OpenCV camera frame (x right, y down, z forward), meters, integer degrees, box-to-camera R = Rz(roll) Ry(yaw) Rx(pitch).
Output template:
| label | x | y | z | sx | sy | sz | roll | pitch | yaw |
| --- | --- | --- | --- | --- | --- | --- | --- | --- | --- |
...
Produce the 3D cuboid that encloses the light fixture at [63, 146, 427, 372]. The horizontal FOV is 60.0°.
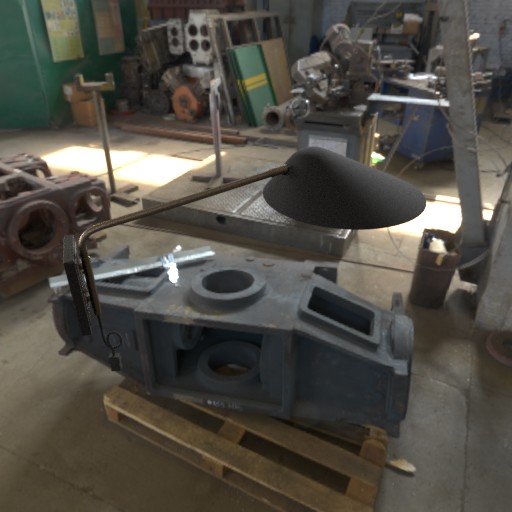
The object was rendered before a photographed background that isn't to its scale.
| label | x | y | z | sx | sy | sz | roll | pitch | yaw |
| --- | --- | --- | --- | --- | --- | --- | --- | --- | --- |
| light fixture | 0.000 | 0.000 | 0.666 | 0.516 | 0.312 | 0.240 | -10 | 32 | -17 |
